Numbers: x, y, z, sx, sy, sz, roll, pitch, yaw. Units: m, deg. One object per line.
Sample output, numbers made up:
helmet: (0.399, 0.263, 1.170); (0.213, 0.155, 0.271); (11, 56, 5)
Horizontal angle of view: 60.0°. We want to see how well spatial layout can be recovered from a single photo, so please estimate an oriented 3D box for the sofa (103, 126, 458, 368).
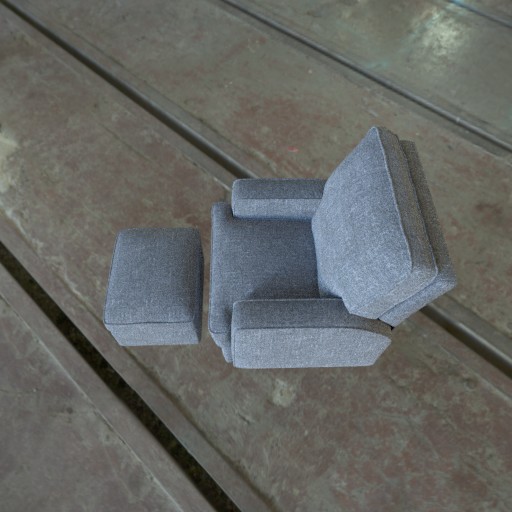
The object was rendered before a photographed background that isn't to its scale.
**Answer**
sofa: (0.000, 0.000, 2.110); (1.472, 0.959, 0.861); (-1, 58, -1)
